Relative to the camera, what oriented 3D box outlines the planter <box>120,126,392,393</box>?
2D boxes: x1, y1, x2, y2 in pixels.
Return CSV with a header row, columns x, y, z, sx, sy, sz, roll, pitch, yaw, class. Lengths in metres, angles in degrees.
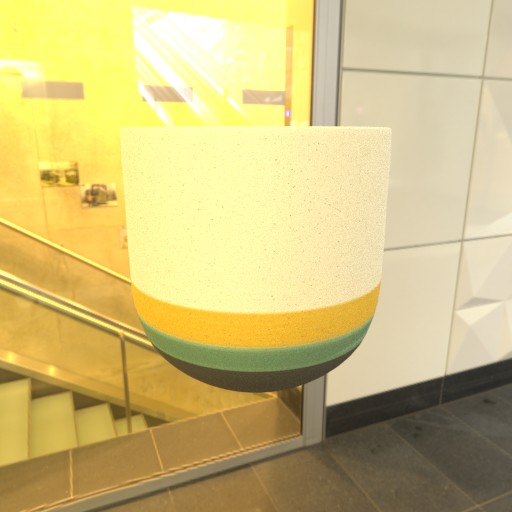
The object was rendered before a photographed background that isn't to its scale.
x,y,z,sx,sy,sz,roll,pitch,yaw,class
0.000,0.000,0.488,0.268,0.270,0.268,0,15,0,planter
